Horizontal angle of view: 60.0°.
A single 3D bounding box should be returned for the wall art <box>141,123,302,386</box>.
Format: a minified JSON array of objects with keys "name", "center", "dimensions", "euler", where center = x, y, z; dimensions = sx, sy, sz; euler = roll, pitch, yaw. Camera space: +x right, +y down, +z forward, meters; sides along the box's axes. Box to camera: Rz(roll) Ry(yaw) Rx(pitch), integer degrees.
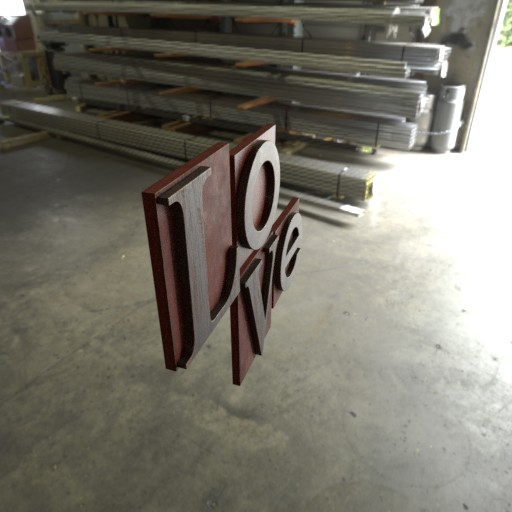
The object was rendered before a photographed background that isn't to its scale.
[{"name":"wall art","center":[0.000,0.000,0.846],"dimensions":[0.030,0.497,0.635],"euler":[10,32,17]}]
